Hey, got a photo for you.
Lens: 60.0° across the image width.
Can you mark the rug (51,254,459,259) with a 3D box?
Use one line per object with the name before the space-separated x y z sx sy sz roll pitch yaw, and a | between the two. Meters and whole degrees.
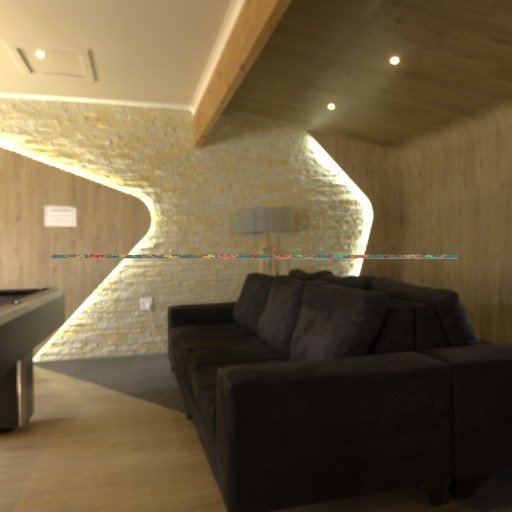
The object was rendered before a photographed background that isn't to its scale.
rug | 0.000 0.000 4.226 2.434 0.025 3.204 0 0 0
